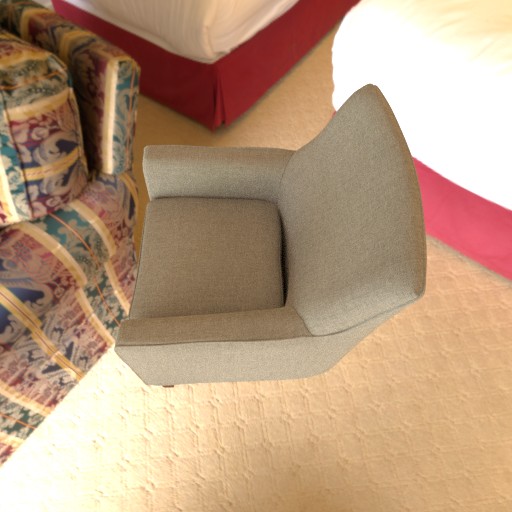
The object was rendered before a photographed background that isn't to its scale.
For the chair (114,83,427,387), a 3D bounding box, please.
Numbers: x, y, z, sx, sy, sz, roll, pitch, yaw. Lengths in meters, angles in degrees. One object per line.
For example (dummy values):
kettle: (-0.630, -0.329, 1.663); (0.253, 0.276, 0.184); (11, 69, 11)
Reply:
chair: (0.000, 0.000, 1.807); (0.993, 1.047, 0.887); (-1, 59, 0)
